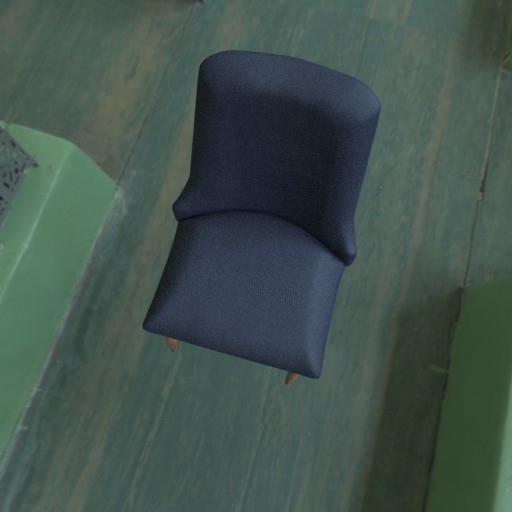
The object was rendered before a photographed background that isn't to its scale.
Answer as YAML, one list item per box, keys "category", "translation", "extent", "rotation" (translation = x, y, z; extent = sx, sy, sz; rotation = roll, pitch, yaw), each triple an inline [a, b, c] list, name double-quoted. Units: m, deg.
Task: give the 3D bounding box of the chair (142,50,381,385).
- category: "chair"
  translation: [0.000, 0.000, 1.148]
  extent: [0.504, 0.820, 0.567]
  rotation: [15, 75, 4]
